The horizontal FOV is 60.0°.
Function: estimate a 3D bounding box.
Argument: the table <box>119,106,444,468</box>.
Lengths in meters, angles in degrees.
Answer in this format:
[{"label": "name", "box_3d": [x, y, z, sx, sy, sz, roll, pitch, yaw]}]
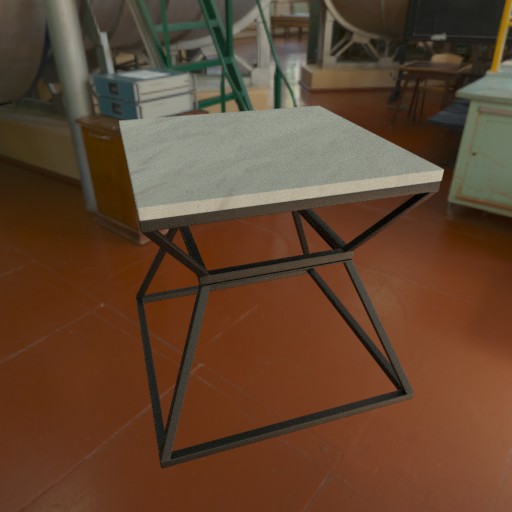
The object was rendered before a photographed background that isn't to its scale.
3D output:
[{"label": "table", "box_3d": [0.000, 0.000, 0.823, 0.455, 0.431, 0.455, -9, 32, -15]}]
